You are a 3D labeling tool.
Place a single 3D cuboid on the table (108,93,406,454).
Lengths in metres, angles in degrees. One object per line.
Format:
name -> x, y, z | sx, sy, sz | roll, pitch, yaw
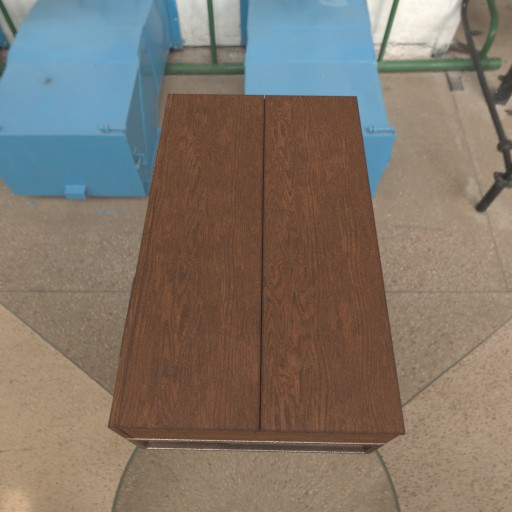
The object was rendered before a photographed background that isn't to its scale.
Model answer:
table -> 0.000, 0.000, 1.488 | 0.719, 0.361, 1.167 | 1, 59, 1
